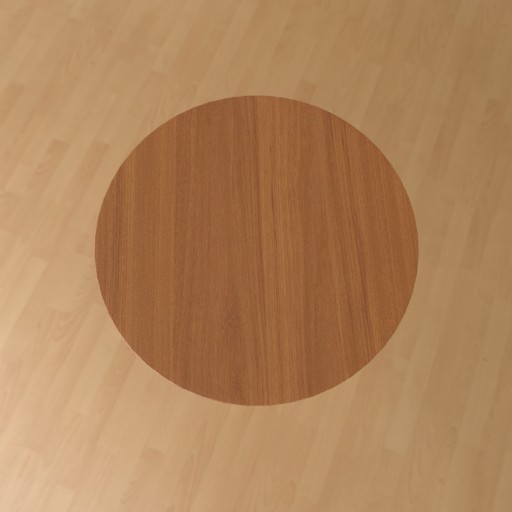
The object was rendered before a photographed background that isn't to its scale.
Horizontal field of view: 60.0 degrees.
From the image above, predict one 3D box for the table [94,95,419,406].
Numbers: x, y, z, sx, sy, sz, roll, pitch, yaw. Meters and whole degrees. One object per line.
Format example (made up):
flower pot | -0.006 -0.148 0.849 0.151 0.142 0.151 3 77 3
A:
table | 0.000 0.000 1.638 1.029 0.490 1.029 0 75 0
